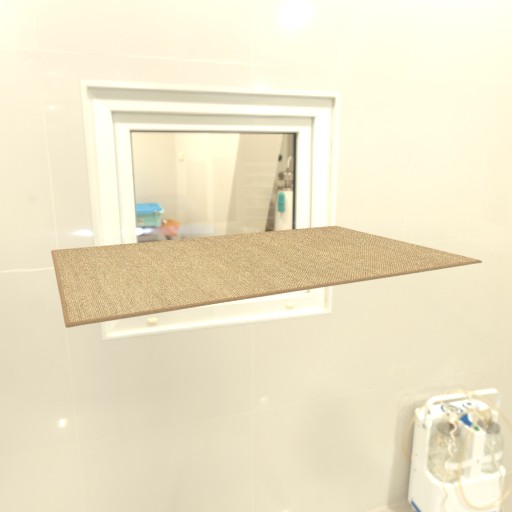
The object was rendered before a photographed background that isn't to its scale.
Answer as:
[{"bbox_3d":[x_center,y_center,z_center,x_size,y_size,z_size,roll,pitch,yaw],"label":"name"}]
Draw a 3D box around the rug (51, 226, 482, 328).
[{"bbox_3d":[0.000,0.000,2.018,1.668,0.012,1.061,-6,15,-25],"label":"rug"}]
